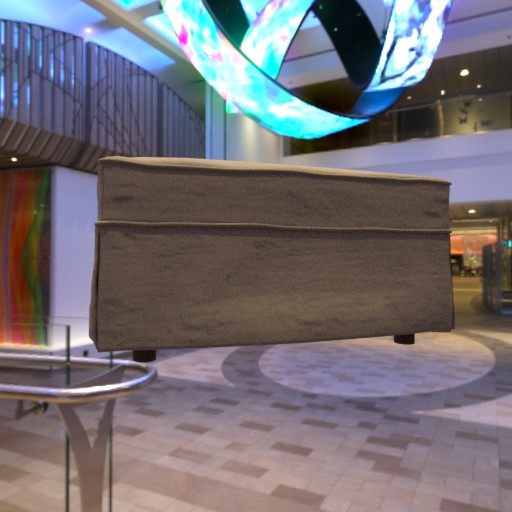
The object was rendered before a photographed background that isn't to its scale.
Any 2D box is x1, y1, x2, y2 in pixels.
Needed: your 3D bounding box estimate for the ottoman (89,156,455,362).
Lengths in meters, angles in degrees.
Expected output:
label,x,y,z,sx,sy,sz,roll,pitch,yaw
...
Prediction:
label,x,y,z,sx,sy,sz,roll,pitch,yaw
ottoman,0.000,0.000,1.345,0.944,0.479,0.703,0,-1,-18
